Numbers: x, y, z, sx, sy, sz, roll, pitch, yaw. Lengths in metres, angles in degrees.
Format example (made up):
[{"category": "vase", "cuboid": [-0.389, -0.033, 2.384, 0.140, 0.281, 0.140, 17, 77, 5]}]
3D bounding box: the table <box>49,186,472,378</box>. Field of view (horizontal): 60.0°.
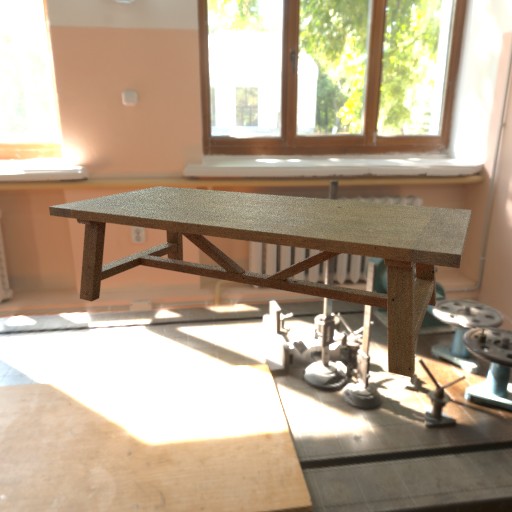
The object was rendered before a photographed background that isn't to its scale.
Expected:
[{"category": "table", "cuboid": [0.000, 0.000, 2.138, 1.800, 0.465, 0.820, 8, 18, 26]}]
